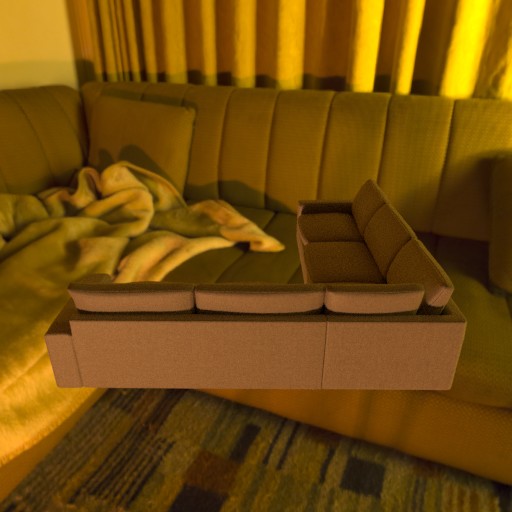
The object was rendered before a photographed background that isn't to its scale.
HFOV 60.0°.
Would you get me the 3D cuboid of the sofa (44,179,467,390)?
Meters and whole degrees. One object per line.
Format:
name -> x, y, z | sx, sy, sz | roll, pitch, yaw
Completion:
sofa -> 0.000, 0.000, 4.071 | 2.742, 0.800, 2.622 | 0, 27, 1
